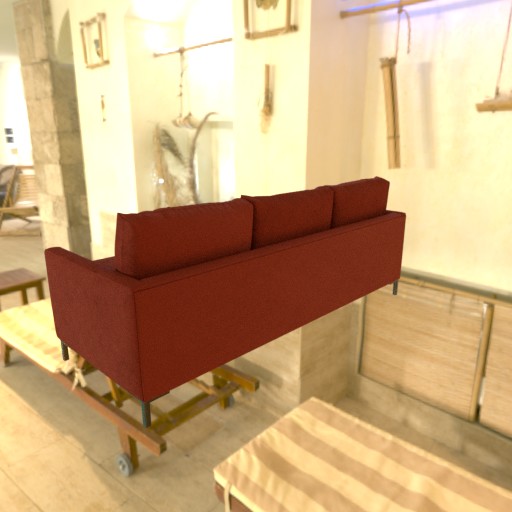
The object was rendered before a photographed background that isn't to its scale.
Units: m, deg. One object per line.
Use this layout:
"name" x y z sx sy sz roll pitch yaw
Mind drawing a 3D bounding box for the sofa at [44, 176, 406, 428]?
"sofa" 0.000 0.000 2.759 0.875 0.879 2.252 15 22 42
